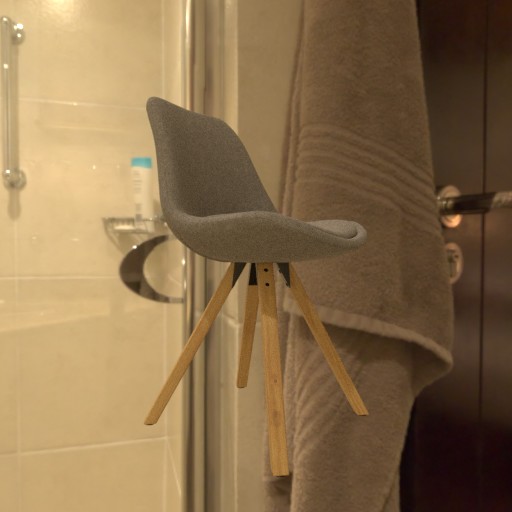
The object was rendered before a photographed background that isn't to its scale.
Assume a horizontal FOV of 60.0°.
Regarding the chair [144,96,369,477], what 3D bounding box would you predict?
[{"bbox_3d":[0.000,0.000,1.166,0.550,0.865,0.483,1,1,37],"label":"chair"}]
